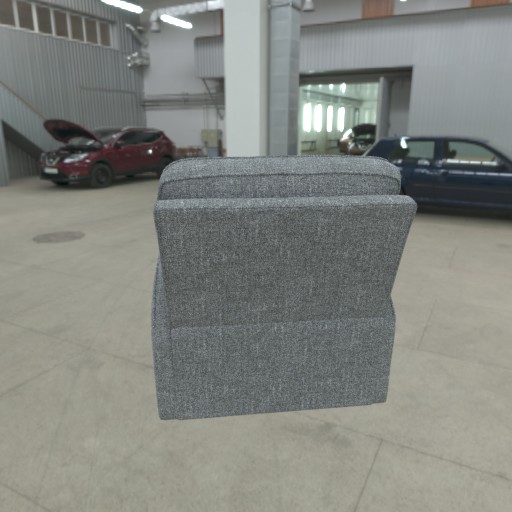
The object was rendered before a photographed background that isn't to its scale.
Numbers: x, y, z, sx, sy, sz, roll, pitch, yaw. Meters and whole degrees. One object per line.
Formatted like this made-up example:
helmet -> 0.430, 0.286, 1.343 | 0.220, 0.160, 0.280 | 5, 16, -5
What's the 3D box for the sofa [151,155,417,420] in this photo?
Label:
sofa -> 0.000, 0.000, 2.022 | 0.861, 0.959, 1.472 | -2, 16, -7
